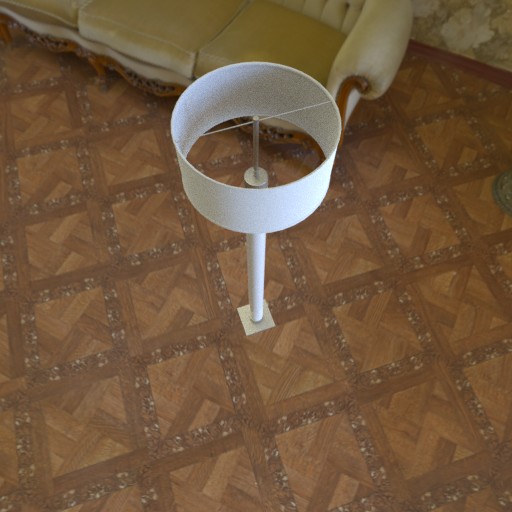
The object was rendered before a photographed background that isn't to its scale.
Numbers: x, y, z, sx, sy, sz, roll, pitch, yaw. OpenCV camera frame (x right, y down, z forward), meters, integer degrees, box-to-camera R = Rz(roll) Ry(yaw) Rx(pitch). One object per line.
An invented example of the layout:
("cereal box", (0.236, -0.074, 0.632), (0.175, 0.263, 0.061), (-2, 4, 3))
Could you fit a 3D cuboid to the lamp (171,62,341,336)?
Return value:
("lamp", (0.000, 0.000, 1.735), (0.420, 1.475, 0.420), (-17, 64, -9))
